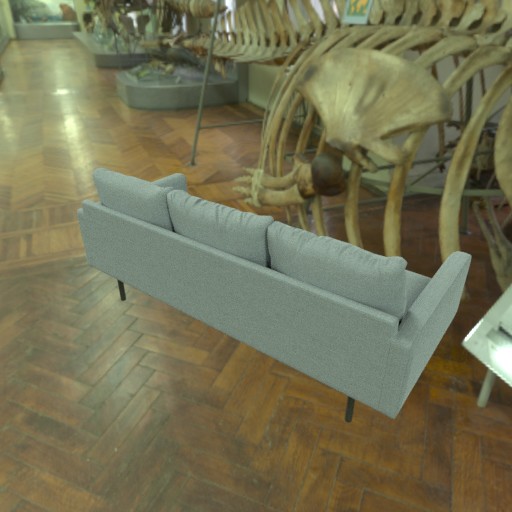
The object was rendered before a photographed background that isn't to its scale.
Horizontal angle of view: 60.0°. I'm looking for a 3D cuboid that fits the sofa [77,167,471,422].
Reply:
[{"bbox_3d":[0.000,0.000,2.435,2.000,0.830,0.850,20,35,31],"label":"sofa"}]
